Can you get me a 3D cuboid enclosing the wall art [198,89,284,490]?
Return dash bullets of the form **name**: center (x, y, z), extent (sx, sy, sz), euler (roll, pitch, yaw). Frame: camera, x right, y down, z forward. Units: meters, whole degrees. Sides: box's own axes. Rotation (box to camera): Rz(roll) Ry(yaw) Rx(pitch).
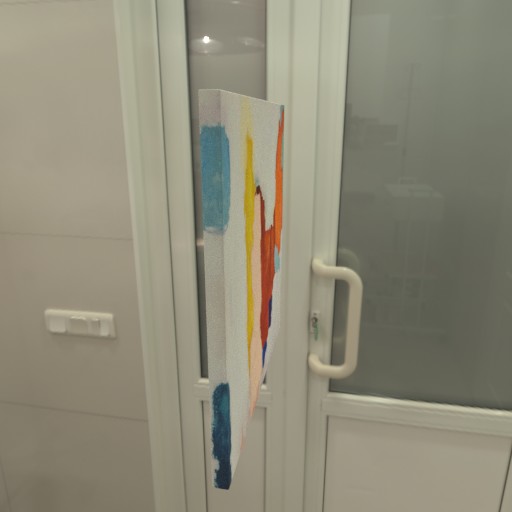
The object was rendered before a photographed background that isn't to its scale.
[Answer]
- **wall art**: center (0.000, 0.000, 1.224), extent (0.037, 0.814, 0.814), euler (3, 17, 10)
